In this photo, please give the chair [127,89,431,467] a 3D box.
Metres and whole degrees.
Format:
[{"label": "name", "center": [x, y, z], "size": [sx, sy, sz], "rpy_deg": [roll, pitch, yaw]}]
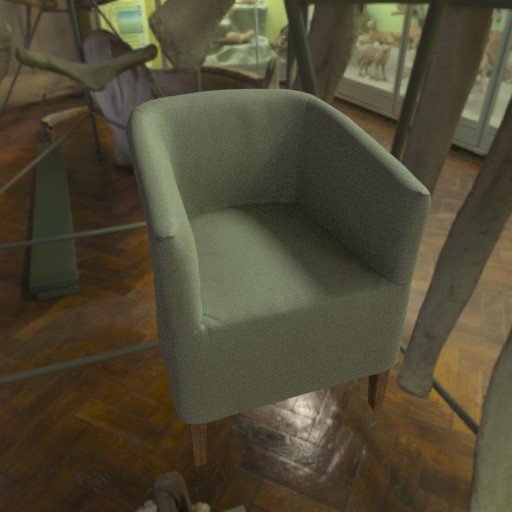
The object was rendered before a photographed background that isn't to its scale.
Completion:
[{"label": "chair", "center": [0.000, 0.000, 1.246], "size": [0.600, 0.771, 0.668], "rpy_deg": [-11, 34, -16]}]
